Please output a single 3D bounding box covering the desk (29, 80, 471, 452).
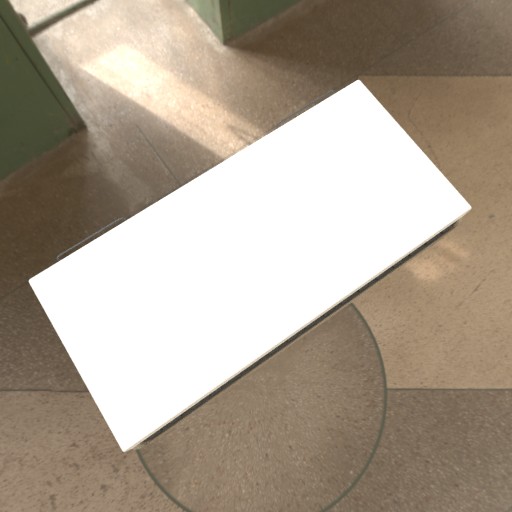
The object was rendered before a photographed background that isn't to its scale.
[{"bbox_3d":[0.000,0.000,2.206,1.900,0.455,0.900,-33,77,-9],"label":"desk"}]
